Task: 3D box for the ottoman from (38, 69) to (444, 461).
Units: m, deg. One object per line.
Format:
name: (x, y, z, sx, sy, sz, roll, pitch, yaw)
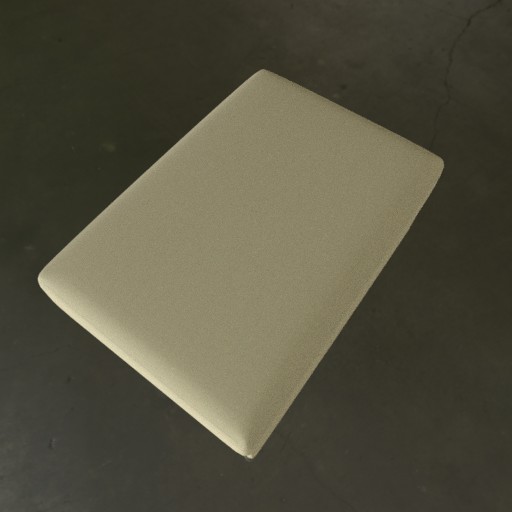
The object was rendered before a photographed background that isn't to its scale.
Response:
ottoman: (0.000, 0.000, 1.190, 0.581, 0.497, 0.835, 33, 67, 16)
